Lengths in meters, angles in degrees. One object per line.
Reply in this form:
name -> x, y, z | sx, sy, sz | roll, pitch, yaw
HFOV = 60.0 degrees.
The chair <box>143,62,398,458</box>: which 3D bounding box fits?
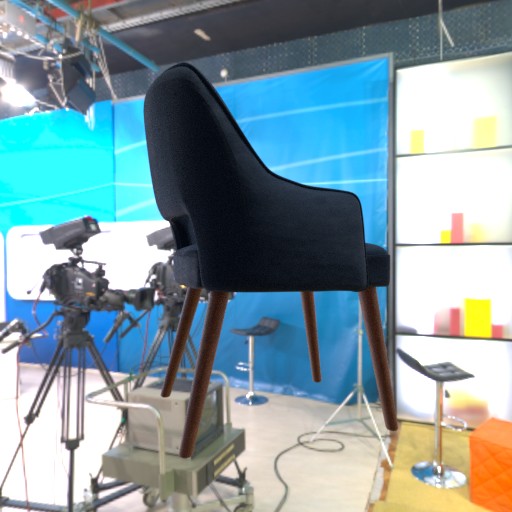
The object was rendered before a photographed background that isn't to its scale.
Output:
chair -> 0.000, 0.000, 1.200 | 0.591, 0.844, 0.559 | 0, 0, -17
